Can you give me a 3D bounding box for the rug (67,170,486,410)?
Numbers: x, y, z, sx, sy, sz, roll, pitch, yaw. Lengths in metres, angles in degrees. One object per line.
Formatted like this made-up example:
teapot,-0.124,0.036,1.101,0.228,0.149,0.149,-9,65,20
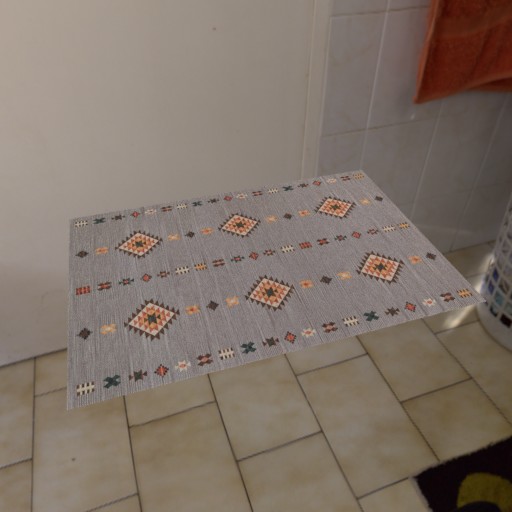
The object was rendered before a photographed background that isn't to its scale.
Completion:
rug,0.000,0.000,2.252,1.818,0.005,1.217,-12,43,-13
